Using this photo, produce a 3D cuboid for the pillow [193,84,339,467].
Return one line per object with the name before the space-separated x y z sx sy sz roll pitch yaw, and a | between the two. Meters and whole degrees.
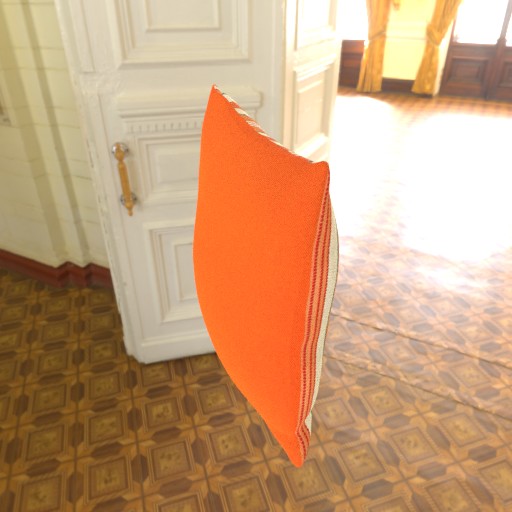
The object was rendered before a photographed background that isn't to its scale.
pillow | 0.000 0.000 0.683 0.182 0.441 0.440 -10 33 -16
